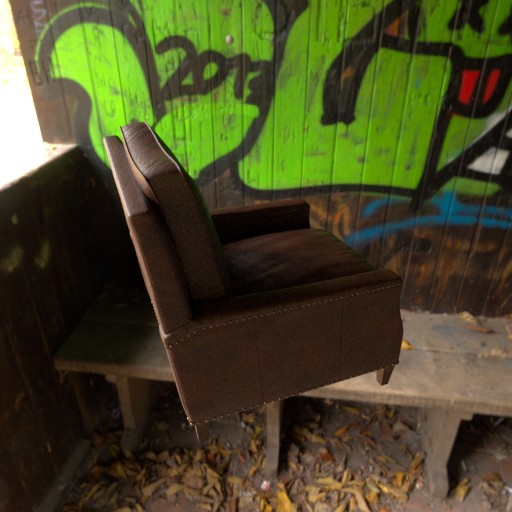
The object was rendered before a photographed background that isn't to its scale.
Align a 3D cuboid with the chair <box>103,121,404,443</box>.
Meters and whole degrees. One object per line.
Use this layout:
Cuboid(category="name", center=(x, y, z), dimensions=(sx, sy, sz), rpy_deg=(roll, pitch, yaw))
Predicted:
Cuboid(category="chair", center=(0.000, 0.000, 1.864), dimensions=(1.035, 1.054, 0.854), rpy_deg=(-11, 31, -18))
